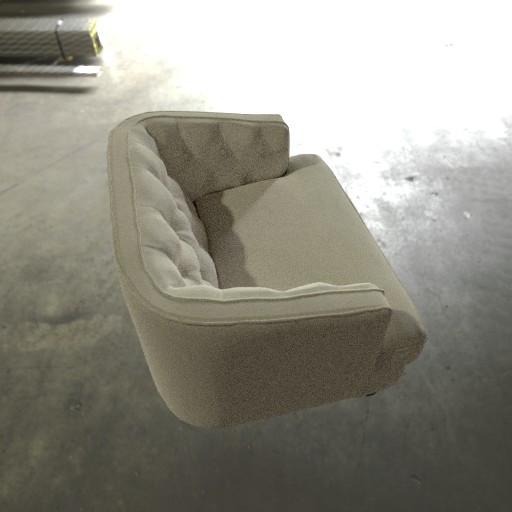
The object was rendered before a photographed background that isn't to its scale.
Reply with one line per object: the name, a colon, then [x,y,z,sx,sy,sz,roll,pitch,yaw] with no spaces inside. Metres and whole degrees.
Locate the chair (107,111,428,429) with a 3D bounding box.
chair: [0.000,0.000,1.736,0.941,0.852,1.104,-11,49,-10]
